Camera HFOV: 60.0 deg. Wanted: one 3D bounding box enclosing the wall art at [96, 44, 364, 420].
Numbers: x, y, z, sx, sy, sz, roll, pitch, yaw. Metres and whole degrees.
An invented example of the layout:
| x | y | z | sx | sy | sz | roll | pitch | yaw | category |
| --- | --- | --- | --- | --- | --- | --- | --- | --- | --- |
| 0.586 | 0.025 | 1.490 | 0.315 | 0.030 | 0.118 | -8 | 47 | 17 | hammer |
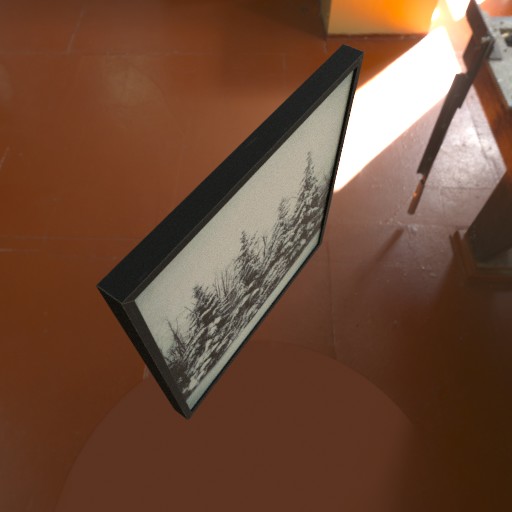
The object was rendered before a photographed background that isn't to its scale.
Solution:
| x | y | z | sx | sy | sz | roll | pitch | yaw | category |
| --- | --- | --- | --- | --- | --- | --- | --- | --- | --- |
| 0.000 | 0.000 | 0.762 | 0.036 | 0.506 | 0.506 | 31 | 62 | 18 | wall art |
